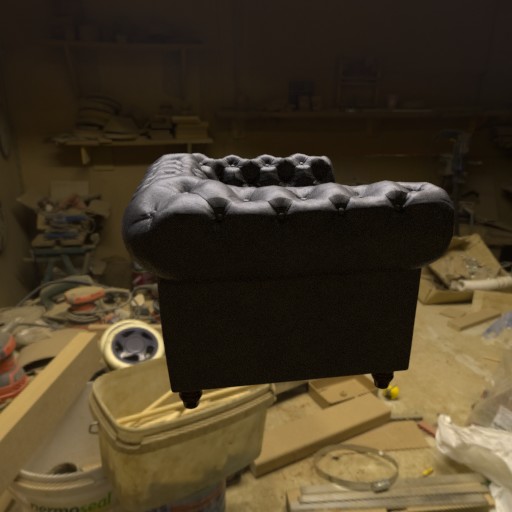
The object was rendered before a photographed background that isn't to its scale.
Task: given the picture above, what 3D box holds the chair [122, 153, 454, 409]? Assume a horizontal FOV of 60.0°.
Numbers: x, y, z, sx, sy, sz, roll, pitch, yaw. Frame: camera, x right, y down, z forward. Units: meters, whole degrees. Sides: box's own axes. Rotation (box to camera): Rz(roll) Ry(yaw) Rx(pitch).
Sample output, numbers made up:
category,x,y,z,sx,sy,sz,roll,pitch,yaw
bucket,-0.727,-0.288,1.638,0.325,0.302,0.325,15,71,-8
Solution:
category,x,y,z,sx,sy,sz,roll,pitch,yaw
chair,0.000,0.000,1.848,0.943,0.780,1.298,-3,18,-9
